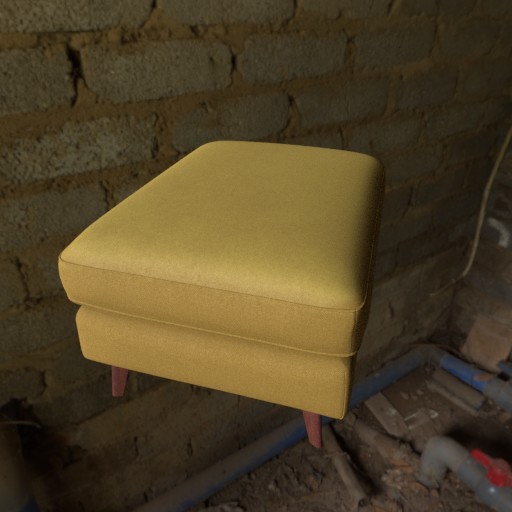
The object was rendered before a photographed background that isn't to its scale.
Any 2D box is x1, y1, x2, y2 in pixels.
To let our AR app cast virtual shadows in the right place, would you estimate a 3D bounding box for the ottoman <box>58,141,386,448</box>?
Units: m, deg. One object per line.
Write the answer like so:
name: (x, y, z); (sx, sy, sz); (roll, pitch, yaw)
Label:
ottoman: (0.000, 0.000, 1.172); (0.608, 0.449, 0.811); (9, 31, 14)
